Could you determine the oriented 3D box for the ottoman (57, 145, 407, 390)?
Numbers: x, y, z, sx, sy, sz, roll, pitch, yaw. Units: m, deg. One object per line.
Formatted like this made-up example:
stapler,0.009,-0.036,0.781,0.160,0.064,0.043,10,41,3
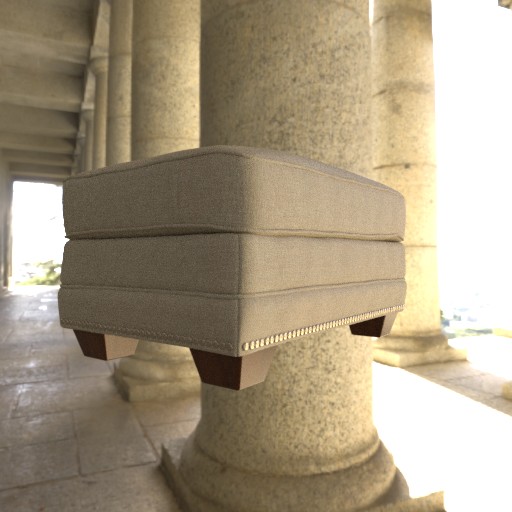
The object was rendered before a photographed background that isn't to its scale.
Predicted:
ottoman,0.000,0.000,1.156,0.559,0.458,0.813,0,-1,37
